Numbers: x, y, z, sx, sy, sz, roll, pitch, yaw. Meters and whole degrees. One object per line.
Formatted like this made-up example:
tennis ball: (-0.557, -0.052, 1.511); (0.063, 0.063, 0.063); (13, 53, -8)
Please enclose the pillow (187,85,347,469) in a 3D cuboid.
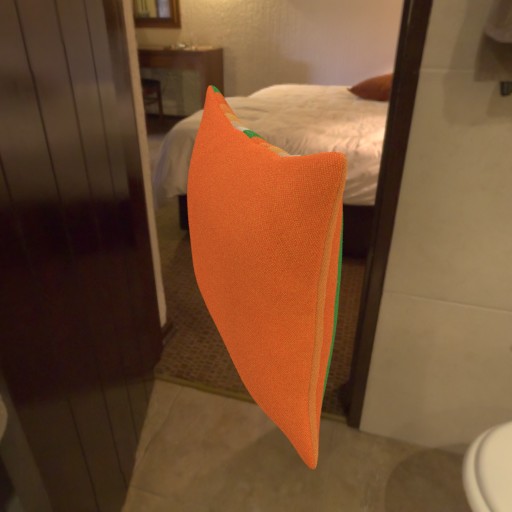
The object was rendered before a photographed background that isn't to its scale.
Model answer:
pillow: (0.000, 0.000, 0.691); (0.169, 0.444, 0.453); (-10, 30, -18)
